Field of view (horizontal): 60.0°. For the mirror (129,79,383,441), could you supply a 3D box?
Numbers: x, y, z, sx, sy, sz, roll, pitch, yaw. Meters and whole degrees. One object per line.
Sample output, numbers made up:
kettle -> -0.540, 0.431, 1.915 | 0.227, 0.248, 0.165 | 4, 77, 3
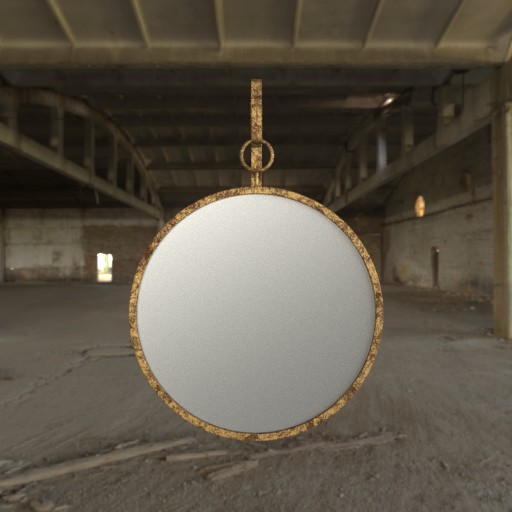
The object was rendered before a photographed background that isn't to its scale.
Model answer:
mirror -> 0.000, 0.000, 0.845 | 0.447, 0.651, 0.144 | 0, -1, -1
